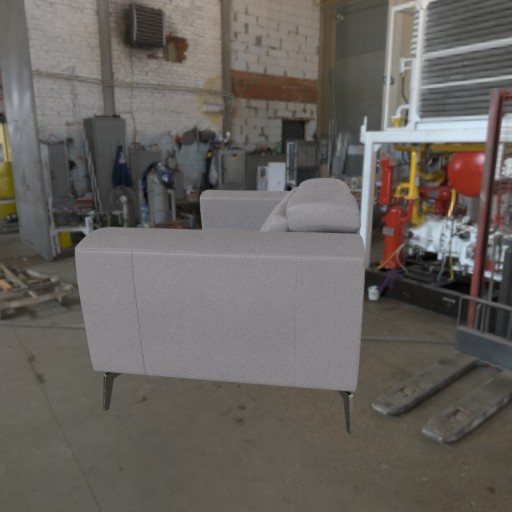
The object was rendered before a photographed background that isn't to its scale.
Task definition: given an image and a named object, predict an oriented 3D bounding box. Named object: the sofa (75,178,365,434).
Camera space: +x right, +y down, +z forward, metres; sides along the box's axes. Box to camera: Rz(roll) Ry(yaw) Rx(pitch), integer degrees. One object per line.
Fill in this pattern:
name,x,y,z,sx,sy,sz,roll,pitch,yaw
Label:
sofa,0.000,0.000,2.388,1.003,0.779,1.895,2,14,9
